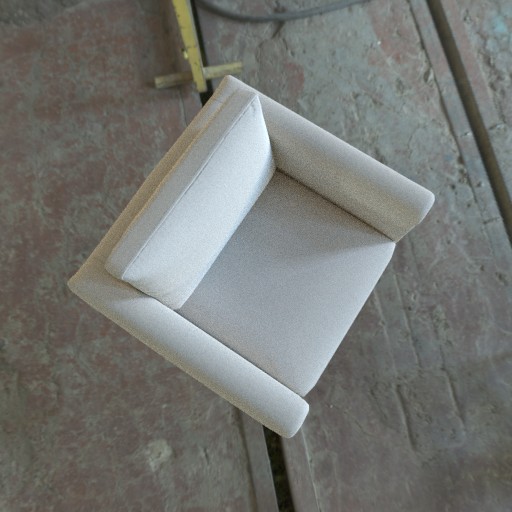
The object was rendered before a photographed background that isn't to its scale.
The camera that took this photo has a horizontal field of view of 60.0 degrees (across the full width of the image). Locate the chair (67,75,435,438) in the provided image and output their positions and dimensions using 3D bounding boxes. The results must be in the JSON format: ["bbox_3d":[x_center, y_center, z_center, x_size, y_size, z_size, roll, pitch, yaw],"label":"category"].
[{"bbox_3d":[0.000,0.000,1.727,0.896,0.915,0.982,33,79,7],"label":"chair"}]
